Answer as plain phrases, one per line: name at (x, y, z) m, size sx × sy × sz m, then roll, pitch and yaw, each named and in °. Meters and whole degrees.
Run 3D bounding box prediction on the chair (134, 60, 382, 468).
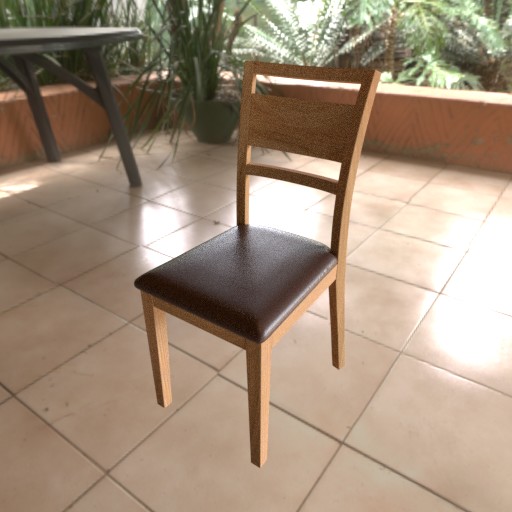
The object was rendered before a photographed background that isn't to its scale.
chair at (0.000, 0.000, 1.227) m, size 0.420 × 0.940 × 0.545 m, roll 19°, pitch 34°, yaw 30°
